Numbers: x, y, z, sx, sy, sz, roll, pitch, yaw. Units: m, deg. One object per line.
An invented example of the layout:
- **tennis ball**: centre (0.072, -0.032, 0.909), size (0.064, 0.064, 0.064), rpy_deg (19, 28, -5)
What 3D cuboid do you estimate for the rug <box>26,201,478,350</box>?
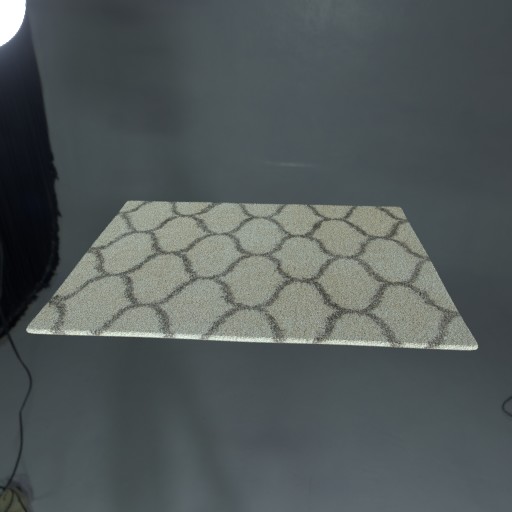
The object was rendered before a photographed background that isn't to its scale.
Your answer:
- **rug**: centre (0.000, 0.000, 2.077), size (1.600, 0.025, 1.200), rpy_deg (2, 30, 3)
